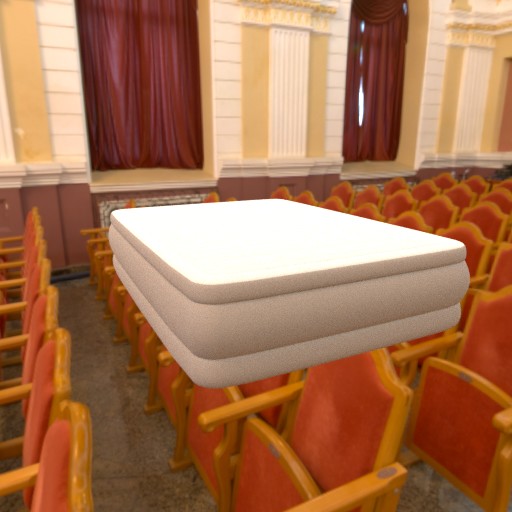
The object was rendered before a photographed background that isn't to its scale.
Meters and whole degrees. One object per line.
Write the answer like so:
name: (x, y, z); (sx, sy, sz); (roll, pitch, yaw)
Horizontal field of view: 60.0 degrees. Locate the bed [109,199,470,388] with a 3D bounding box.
bed: (0.000, 0.000, 2.751); (1.520, 0.460, 2.036); (-7, 17, -26)
